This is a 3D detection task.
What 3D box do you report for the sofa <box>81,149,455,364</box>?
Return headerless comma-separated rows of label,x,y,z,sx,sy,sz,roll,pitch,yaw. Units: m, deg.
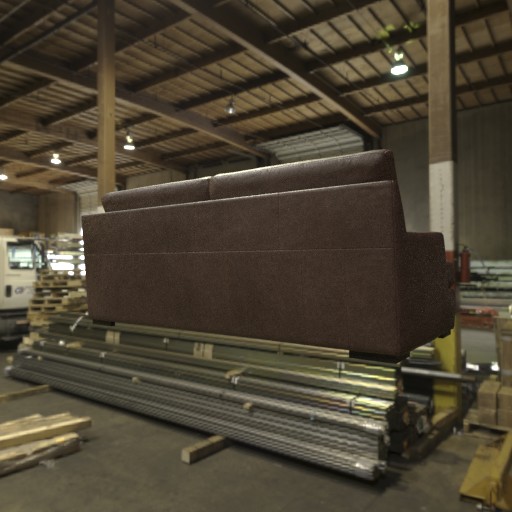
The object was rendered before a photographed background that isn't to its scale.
sofa,0.000,0.000,2.867,2.261,0.941,1.143,-1,-1,36
